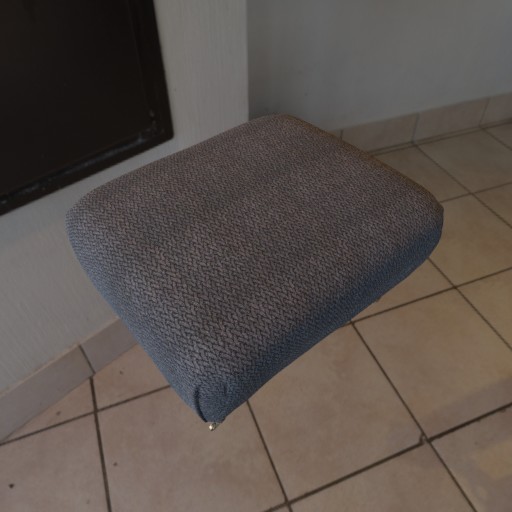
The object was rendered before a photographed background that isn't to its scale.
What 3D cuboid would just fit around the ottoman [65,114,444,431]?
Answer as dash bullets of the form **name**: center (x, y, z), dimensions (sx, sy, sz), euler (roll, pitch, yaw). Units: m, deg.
- **ottoman**: center (0.000, 0.000, 1.145), dimensions (0.747, 0.450, 0.622), euler (-31, 53, -27)
